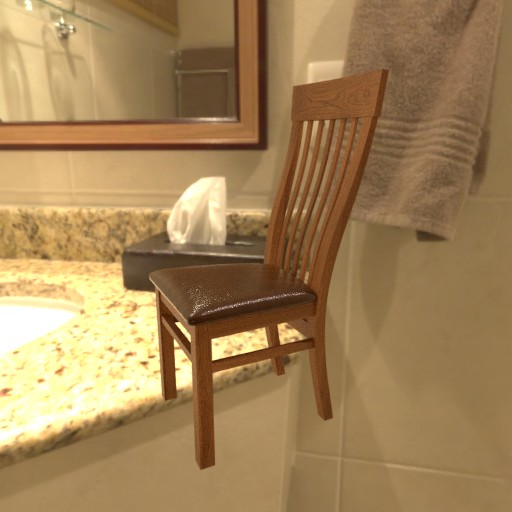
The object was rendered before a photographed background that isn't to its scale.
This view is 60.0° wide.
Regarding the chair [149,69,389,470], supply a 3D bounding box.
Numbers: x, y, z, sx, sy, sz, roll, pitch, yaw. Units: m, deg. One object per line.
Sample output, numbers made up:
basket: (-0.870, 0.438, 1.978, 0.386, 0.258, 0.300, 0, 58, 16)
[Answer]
chair: (0.000, 0.000, 1.368, 0.580, 1.050, 0.450, -7, 17, -25)
